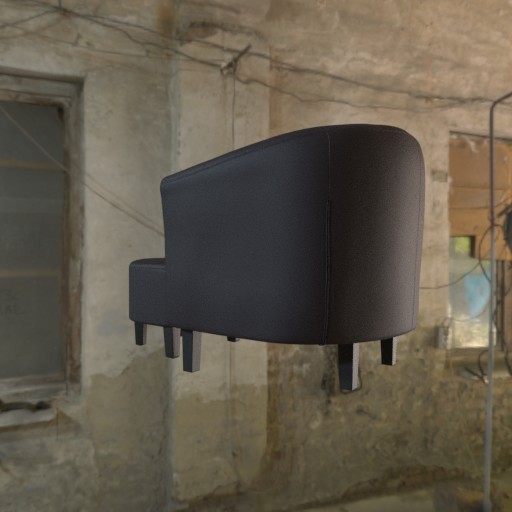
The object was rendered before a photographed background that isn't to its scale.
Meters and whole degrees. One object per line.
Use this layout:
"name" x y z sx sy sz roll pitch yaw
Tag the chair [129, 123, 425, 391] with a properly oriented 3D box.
"chair" 0.000 0.000 1.662 1.191 0.760 0.763 0 1 35
